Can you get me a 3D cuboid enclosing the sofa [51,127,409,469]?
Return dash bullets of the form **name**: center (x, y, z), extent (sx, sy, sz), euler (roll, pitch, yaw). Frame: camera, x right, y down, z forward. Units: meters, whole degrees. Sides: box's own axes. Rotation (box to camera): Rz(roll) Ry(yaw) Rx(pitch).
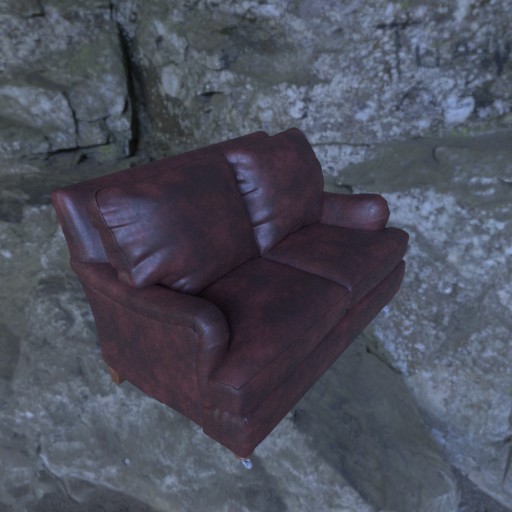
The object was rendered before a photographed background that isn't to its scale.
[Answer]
- **sofa**: center (0.000, 0.000, 2.359), extent (1.148, 1.070, 1.628), euler (20, 34, 33)
